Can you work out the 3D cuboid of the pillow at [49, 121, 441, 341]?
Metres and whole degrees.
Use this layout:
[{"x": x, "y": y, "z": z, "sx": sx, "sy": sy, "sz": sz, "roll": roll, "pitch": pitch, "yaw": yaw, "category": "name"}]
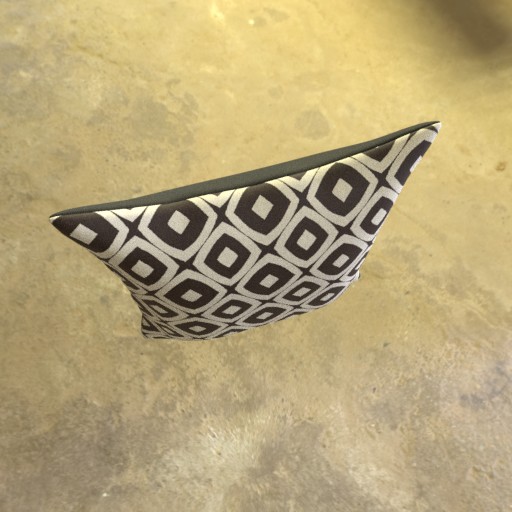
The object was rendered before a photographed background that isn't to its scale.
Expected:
[{"x": 0.000, "y": 0.000, "z": 0.765, "sx": 0.504, "sy": 0.494, "sz": 0.188, "roll": -15, "pitch": 65, "yaw": -7, "category": "pillow"}]
